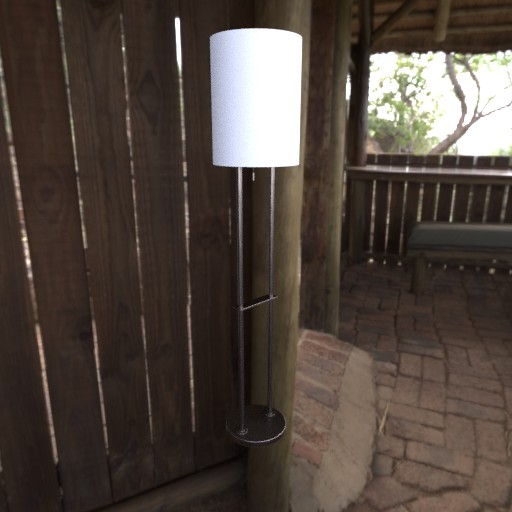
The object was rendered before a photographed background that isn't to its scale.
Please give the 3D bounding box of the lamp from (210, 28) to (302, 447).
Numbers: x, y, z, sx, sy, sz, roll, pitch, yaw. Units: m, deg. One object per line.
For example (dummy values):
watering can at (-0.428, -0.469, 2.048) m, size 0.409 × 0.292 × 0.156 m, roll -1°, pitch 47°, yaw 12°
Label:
lamp at (0.000, 0.000, 1.675) m, size 0.306 × 1.500 × 0.305 m, roll -15°, pitch 21°, yaw -43°
